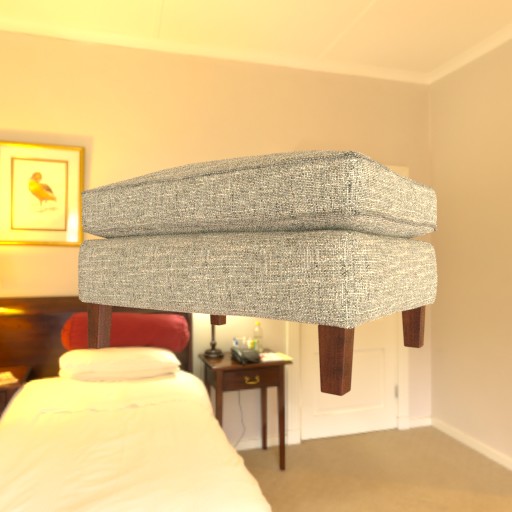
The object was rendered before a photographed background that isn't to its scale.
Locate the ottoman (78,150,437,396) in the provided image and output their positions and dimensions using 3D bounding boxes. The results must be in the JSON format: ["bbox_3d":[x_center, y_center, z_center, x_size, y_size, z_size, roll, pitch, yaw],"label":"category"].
[{"bbox_3d":[0.000,0.000,0.994,0.686,0.406,0.508,0,0,35],"label":"ottoman"}]
